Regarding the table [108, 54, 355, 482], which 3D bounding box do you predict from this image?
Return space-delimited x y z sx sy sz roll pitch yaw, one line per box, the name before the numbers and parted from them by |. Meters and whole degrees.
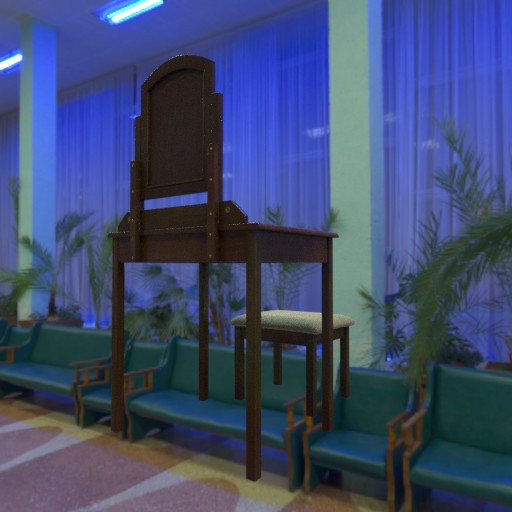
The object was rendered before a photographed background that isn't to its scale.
table | 0.000 0.000 2.292 0.876 1.631 1.211 -1 -2 36
